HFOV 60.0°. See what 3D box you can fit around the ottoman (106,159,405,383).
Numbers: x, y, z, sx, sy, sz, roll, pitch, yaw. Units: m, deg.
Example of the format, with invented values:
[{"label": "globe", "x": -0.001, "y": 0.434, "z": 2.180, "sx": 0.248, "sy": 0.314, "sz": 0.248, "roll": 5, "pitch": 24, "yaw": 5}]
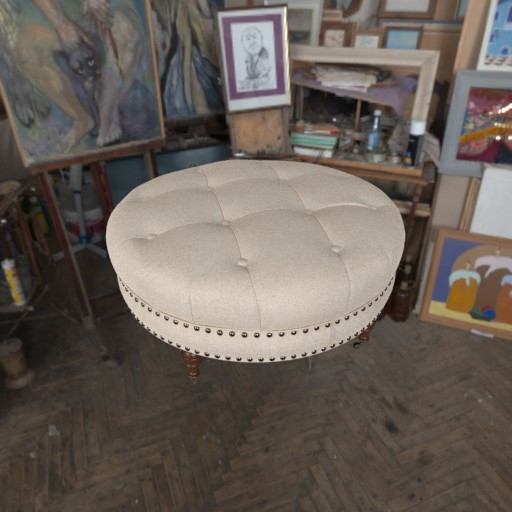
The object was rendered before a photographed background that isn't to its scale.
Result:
[{"label": "ottoman", "x": 0.000, "y": 0.000, "z": 1.522, "sx": 0.940, "sy": 0.483, "sz": 0.940, "roll": 0, "pitch": 32, "yaw": 0}]
